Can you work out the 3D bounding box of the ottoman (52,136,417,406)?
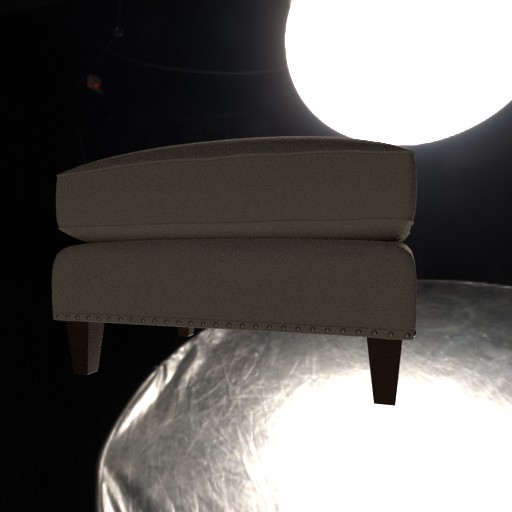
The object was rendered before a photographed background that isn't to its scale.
[{"bbox_3d":[0.000,0.000,1.105,0.741,0.513,0.584,0,0,18],"label":"ottoman"}]
